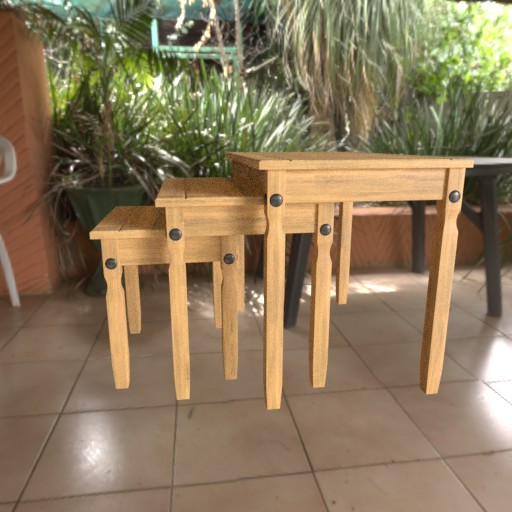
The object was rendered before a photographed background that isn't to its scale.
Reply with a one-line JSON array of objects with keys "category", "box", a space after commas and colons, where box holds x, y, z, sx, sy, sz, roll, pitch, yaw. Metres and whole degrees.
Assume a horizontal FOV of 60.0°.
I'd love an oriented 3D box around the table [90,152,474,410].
[{"category": "table", "box": [0.000, 0.000, 1.204, 0.773, 0.535, 0.660, -2, 15, -9]}]
